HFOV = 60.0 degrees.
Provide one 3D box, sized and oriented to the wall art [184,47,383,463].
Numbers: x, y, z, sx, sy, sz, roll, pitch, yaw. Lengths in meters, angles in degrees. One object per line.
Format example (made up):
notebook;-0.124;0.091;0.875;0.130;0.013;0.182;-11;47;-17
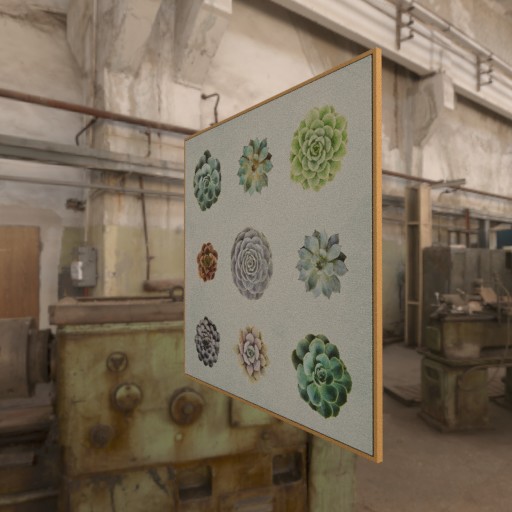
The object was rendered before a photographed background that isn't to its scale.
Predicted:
wall art;0.000;0.000;0.965;0.014;0.655;0.657;0;-1;-36
